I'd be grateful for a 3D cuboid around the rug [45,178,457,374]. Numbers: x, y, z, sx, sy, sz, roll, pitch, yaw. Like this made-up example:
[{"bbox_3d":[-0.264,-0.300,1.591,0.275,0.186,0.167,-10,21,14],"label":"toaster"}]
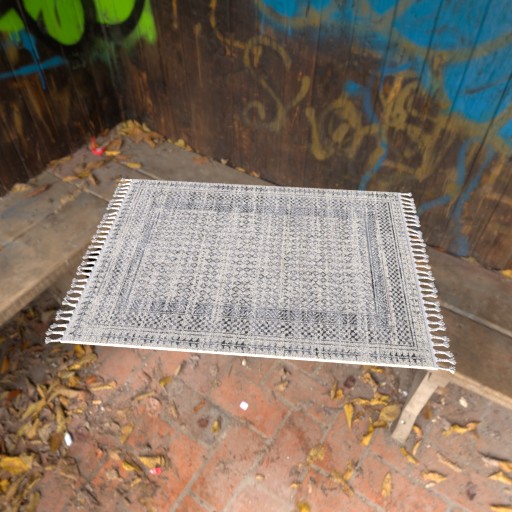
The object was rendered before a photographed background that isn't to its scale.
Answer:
[{"bbox_3d":[0.000,0.000,2.393,1.872,0.013,1.243,3,47,3],"label":"rug"}]
